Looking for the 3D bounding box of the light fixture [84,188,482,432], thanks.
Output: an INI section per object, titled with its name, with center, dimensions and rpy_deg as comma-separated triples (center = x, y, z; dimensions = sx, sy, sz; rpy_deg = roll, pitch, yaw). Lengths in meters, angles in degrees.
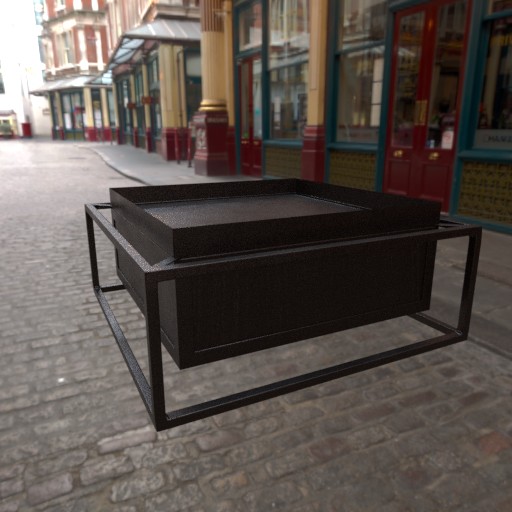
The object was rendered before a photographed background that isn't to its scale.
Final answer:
[light fixture]
center = 0.000, 0.000, 0.689
dimensions = 0.441, 0.191, 0.441
rpy_deg = -8, 17, -26
